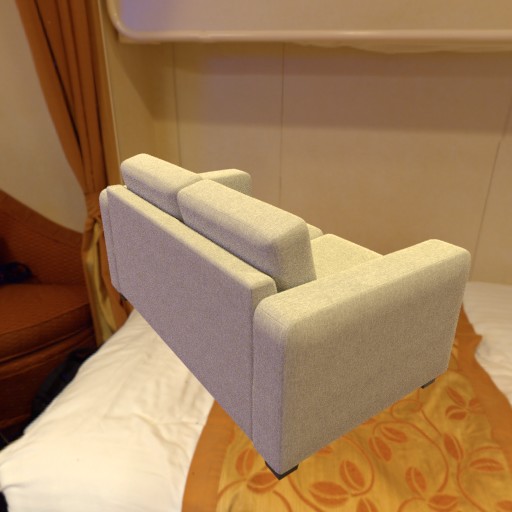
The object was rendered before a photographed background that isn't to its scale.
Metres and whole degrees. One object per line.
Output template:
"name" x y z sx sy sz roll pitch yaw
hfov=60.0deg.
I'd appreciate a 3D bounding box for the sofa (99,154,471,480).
"sofa" 0.000 0.000 1.984 0.900 0.800 1.540 -16 29 -32
